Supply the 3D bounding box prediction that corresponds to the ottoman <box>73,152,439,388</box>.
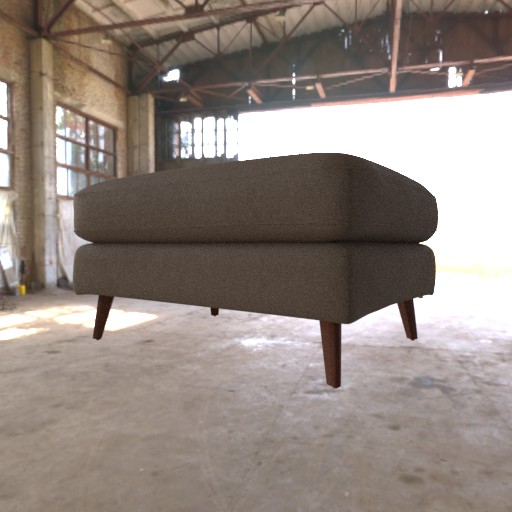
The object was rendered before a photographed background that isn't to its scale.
[{"bbox_3d":[0.000,0.000,1.172,0.811,0.449,0.608,1,2,35],"label":"ottoman"}]
